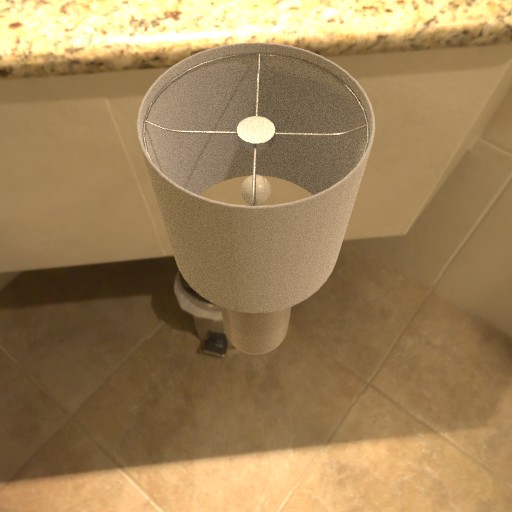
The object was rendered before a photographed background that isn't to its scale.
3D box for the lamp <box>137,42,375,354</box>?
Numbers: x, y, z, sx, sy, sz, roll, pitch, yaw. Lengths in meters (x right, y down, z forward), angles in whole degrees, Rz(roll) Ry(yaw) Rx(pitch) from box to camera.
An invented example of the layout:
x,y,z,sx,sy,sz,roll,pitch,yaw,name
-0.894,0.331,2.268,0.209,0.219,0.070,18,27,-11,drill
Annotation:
x,y,z,sx,sy,sz,roll,pitch,yaw,name
0.000,0.000,0.607,0.212,0.493,0.212,1,59,1,lamp
